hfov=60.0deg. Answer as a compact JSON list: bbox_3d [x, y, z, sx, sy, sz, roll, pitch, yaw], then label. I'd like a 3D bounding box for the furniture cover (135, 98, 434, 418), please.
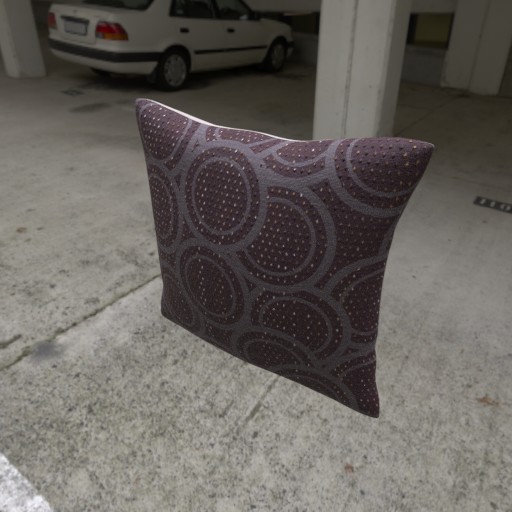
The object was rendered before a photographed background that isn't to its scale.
[{"bbox_3d":[0.000,0.000,0.824,0.552,0.509,0.193,19,35,29],"label":"furniture cover"}]
